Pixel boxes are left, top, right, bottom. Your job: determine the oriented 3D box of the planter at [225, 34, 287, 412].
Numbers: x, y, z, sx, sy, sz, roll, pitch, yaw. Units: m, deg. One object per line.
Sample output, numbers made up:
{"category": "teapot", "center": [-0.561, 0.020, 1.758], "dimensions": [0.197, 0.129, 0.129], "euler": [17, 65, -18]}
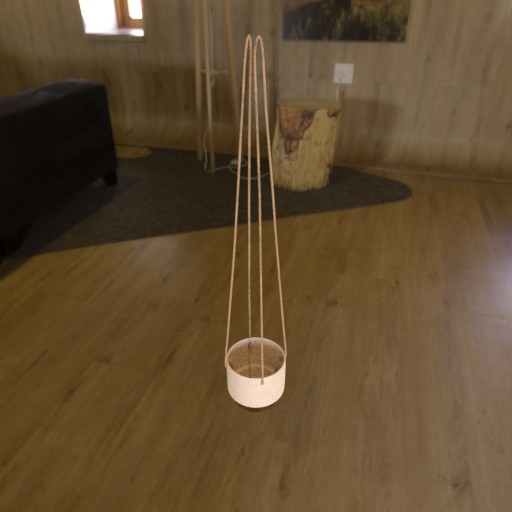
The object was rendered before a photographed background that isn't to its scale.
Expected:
{"category": "planter", "center": [0.000, 0.000, 0.938], "dimensions": [0.146, 0.841, 0.146], "euler": [18, 36, 28]}
